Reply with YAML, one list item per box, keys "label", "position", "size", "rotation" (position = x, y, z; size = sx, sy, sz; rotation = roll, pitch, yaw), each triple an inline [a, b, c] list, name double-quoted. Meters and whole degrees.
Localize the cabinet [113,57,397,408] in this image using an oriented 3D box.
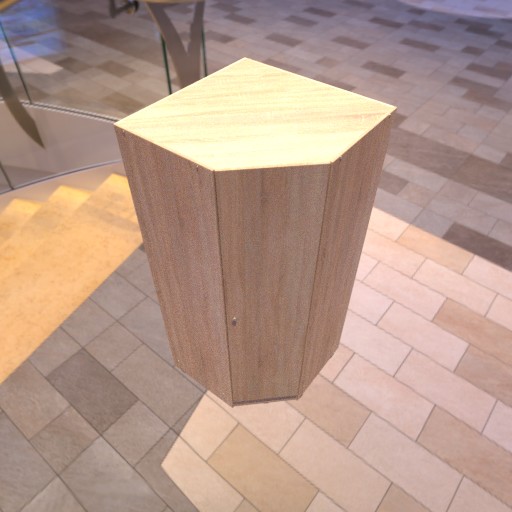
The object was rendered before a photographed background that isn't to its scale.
- label: "cabinet"
  position: [0.000, 0.000, 2.900]
  size: [1.327, 2.120, 1.094]
  rotation: [-5, 46, -5]
